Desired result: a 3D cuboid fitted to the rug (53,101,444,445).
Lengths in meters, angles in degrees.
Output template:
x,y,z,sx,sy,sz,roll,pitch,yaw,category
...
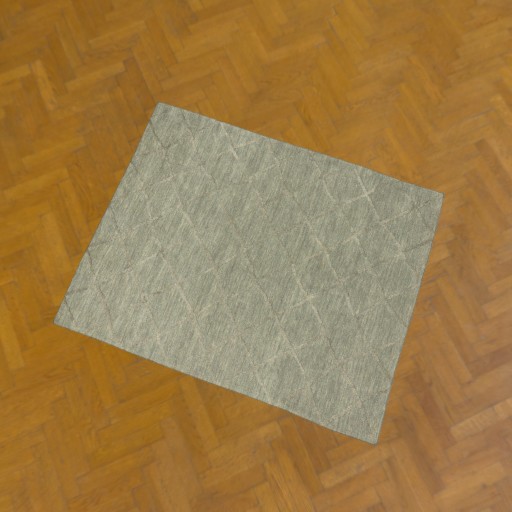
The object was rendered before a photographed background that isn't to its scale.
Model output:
x,y,z,sx,sy,sz,roll,pitch,yaw,category
0.000,0.000,4.143,3.048,0.013,2.438,19,76,5,rug
